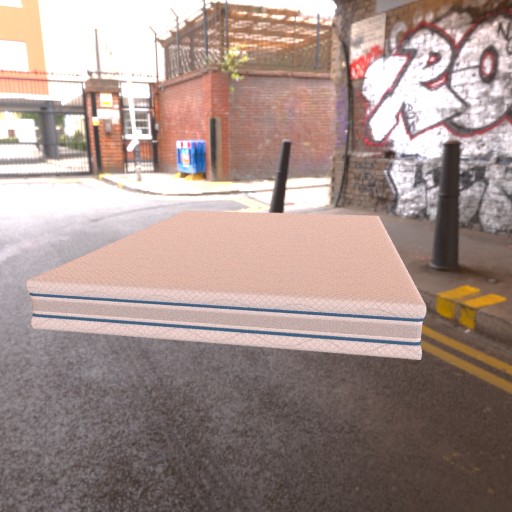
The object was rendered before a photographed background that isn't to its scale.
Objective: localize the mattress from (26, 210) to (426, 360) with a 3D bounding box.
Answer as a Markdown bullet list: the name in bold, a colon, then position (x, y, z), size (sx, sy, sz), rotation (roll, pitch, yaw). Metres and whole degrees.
- **mattress**: position (0.000, 0.000, 2.688), size (1.600, 0.230, 2.000), rotation (3, 15, 10)
